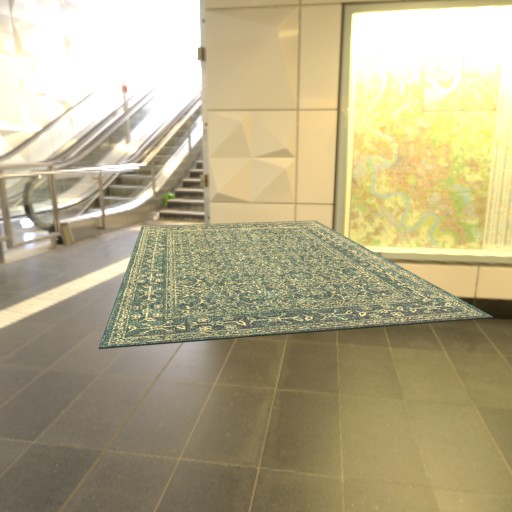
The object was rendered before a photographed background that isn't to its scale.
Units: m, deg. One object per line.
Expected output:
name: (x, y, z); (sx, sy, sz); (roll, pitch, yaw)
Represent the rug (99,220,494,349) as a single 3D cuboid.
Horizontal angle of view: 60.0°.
rug: (0.000, 0.000, 2.167); (1.200, 0.005, 1.819); (-3, 15, -10)
